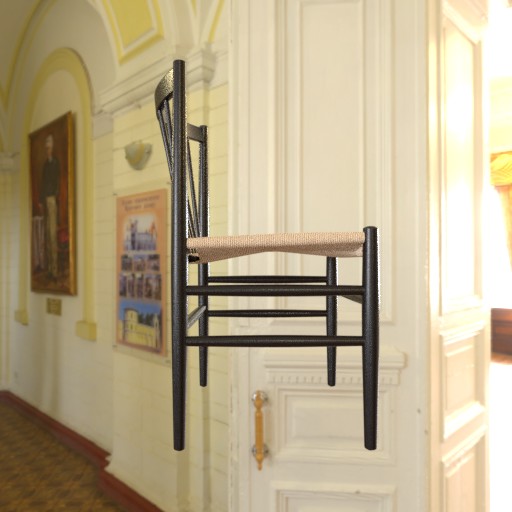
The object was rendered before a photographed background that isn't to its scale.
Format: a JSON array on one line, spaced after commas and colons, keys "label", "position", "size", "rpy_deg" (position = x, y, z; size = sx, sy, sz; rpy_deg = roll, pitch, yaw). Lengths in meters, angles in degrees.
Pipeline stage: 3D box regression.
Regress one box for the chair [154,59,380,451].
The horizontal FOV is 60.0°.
[{"label": "chair", "position": [0.000, 0.000, 1.161], "size": [0.516, 0.818, 0.495], "rpy_deg": [0, 0, 0]}]
